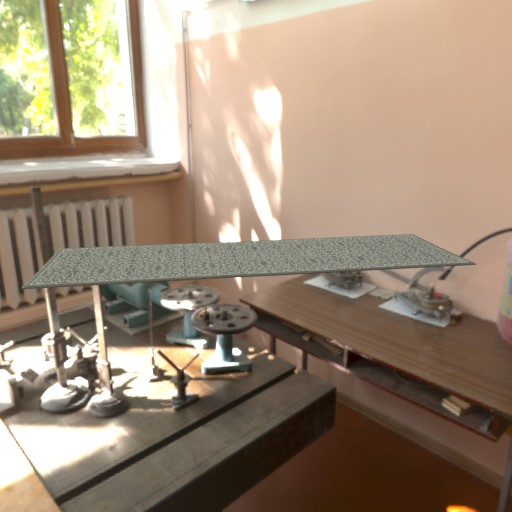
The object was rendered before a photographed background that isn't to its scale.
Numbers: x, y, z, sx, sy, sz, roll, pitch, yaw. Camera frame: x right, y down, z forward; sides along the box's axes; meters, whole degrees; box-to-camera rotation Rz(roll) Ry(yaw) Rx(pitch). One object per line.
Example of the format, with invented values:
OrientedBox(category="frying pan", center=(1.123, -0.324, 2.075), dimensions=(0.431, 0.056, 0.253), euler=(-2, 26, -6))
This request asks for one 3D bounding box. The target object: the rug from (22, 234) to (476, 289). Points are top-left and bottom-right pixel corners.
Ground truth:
OrientedBox(category="rug", center=(0.000, 0.000, 2.428), dimensions=(2.196, 0.011, 0.662), euler=(-3, 17, -9))
